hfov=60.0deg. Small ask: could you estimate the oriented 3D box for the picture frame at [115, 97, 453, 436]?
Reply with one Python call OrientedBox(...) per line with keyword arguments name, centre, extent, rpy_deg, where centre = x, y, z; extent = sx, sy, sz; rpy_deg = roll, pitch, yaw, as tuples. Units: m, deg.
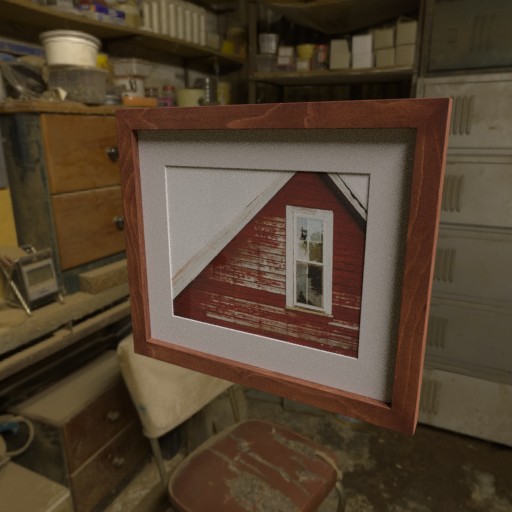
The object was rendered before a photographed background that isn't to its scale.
OrientedBox(name="picture frame", centre=(0.000, 0.000, 0.511), extent=(0.381, 0.330, 0.025), rpy_deg=(8, 17, 27))
